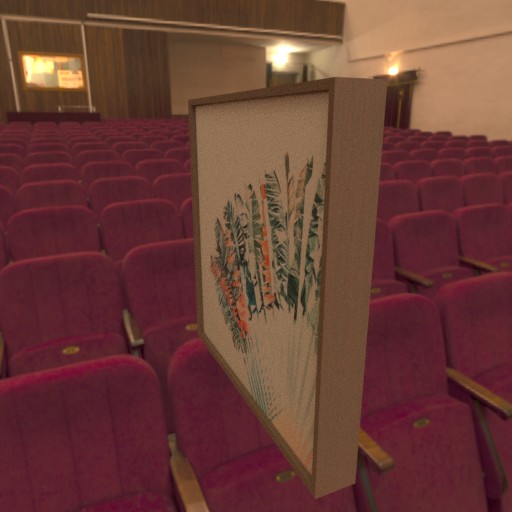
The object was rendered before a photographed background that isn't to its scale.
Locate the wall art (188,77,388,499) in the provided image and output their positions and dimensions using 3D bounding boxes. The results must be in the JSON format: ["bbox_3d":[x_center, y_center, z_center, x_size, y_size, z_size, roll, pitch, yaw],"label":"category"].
[{"bbox_3d":[0.000,0.000,0.438,0.038,0.303,0.304,-7,18,-23],"label":"wall art"}]
